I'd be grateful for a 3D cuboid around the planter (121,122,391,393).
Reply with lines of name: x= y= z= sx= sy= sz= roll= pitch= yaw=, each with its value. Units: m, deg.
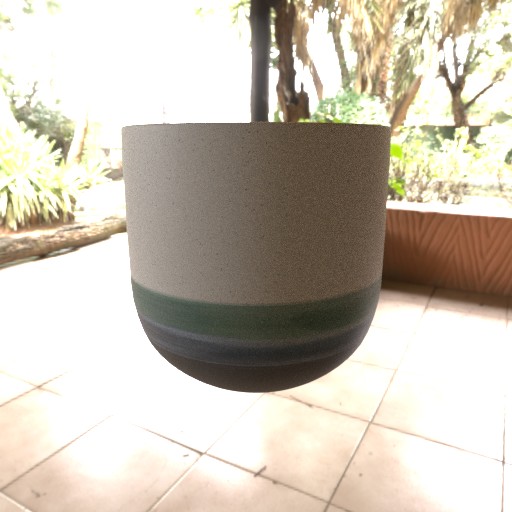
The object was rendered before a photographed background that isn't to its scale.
planter: x=0.000 y=0.000 z=0.487 sx=0.268 sy=0.270 sz=0.268 roll=0 pitch=14 yaw=0
